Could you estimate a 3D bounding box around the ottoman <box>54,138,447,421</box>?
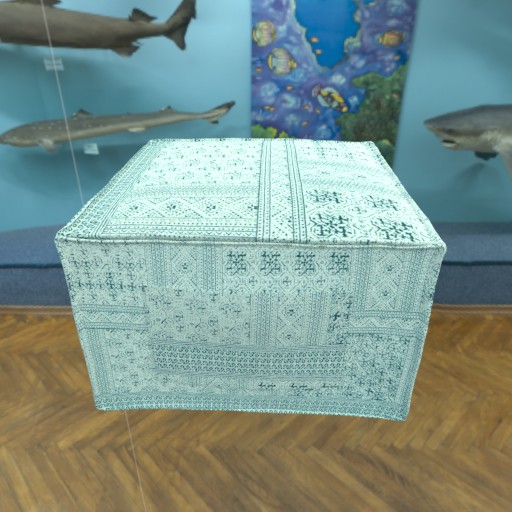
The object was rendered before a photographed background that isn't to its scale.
[{"bbox_3d":[0.000,0.000,1.026,0.617,0.439,0.626,1,29,2],"label":"ottoman"}]
